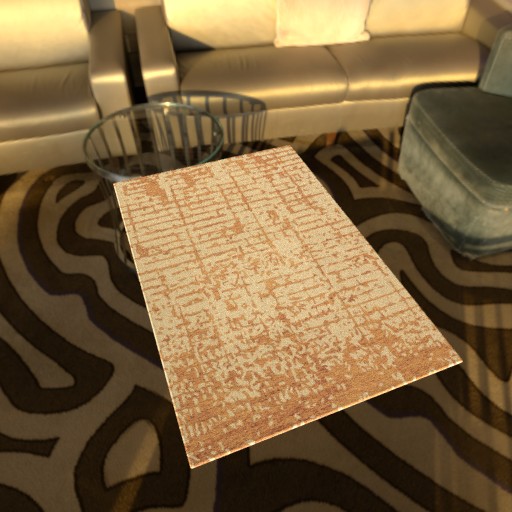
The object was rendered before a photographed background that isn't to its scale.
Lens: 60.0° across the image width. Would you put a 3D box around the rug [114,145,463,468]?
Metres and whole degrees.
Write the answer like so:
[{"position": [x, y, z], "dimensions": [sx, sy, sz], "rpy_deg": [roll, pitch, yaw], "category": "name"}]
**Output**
[{"position": [0.000, 0.000, 2.357], "dimensions": [1.219, 0.011, 1.829], "rpy_deg": [-16, 48, -14], "category": "rug"}]
